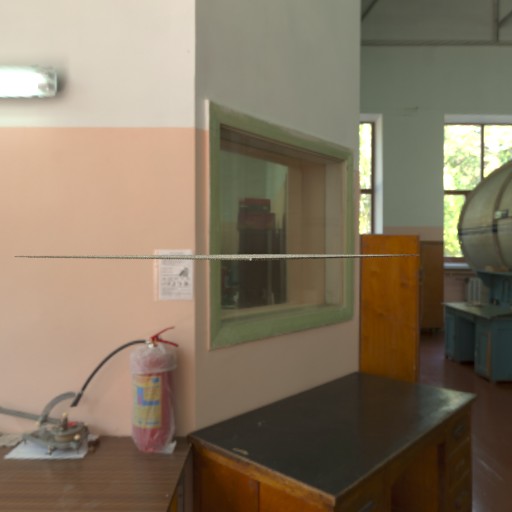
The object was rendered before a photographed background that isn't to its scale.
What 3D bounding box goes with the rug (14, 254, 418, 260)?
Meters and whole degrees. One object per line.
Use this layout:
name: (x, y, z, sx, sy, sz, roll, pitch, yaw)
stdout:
rug: (0.000, 0.000, 4.176, 2.143, 0.015, 3.422, 0, 1, 34)
